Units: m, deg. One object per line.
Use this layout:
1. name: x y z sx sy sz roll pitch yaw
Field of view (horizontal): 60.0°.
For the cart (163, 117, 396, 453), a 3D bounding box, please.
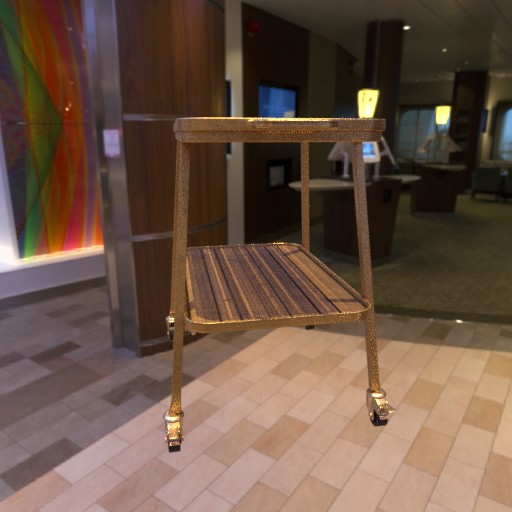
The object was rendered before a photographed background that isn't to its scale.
1. cart: 0.000 0.000 1.217 0.524 0.700 0.806 -3 16 -10
